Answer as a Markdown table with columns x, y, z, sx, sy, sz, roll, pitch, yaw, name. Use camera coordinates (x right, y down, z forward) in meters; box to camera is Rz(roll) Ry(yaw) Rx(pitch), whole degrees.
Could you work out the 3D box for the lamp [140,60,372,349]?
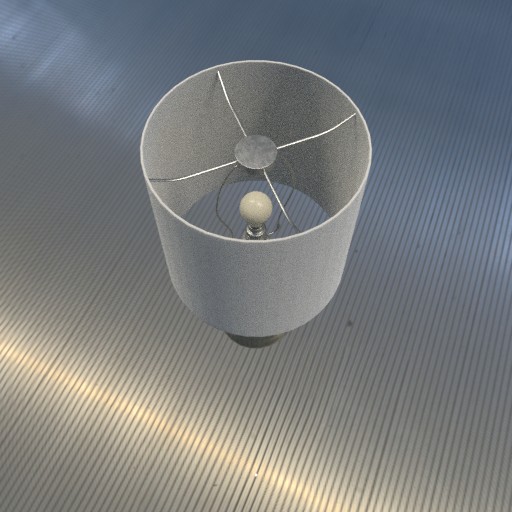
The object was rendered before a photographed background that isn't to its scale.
| x | y | z | sx | sy | sz | roll | pitch | yaw | name |
| --- | --- | --- | --- | --- | --- | --- | --- | --- | --- |
| 0.000 | 0.000 | 0.480 | 0.186 | 0.369 | 0.186 | 0 | 64 | 0 | lamp |
